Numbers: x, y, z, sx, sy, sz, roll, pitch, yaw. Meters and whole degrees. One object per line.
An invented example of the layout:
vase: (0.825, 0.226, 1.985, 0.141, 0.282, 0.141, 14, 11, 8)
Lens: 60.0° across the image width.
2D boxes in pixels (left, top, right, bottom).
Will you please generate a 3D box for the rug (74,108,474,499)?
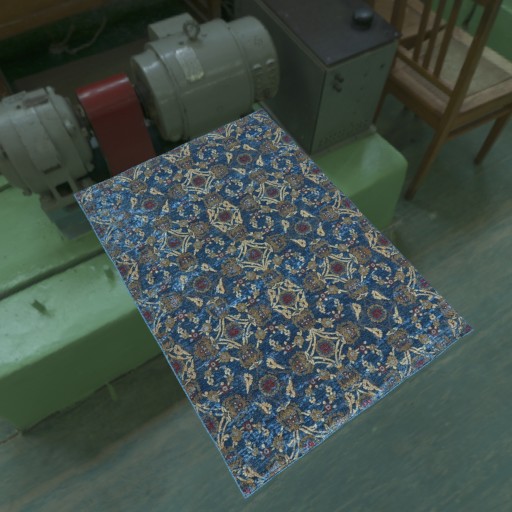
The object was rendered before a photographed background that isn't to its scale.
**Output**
rug: (0.000, 0.000, 4.190, 2.337, 0.013, 3.291, -29, 64, -16)
